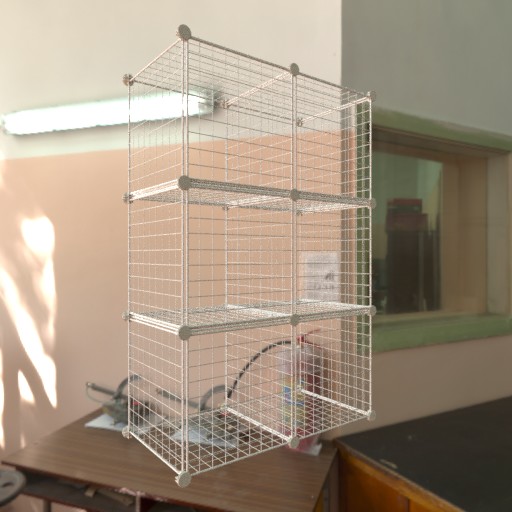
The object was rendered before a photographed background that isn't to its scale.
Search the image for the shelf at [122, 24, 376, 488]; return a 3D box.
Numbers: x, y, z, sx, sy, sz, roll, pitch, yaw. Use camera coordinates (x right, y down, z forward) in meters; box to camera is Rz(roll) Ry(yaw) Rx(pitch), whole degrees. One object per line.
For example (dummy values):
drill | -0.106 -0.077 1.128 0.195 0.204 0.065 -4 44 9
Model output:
shelf | 0.000 0.000 1.367 0.711 1.067 0.356 0 0 -37
